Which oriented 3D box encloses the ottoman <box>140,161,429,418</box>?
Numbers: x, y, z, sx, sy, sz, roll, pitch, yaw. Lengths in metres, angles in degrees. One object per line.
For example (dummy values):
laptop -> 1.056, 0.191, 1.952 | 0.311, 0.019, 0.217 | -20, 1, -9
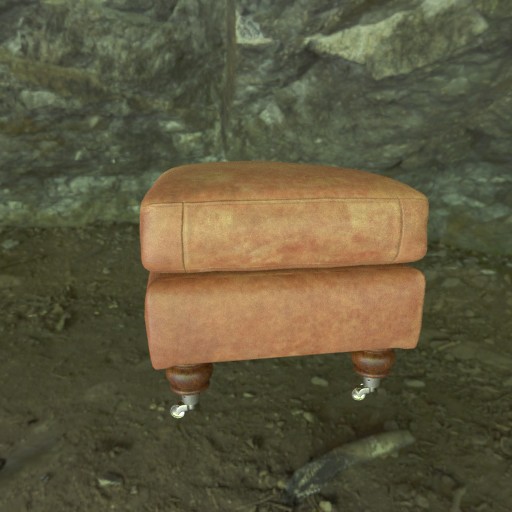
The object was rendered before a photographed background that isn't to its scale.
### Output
ottoman -> 0.000, 0.000, 1.215 | 0.565, 0.507, 0.852 | -2, 13, -10
